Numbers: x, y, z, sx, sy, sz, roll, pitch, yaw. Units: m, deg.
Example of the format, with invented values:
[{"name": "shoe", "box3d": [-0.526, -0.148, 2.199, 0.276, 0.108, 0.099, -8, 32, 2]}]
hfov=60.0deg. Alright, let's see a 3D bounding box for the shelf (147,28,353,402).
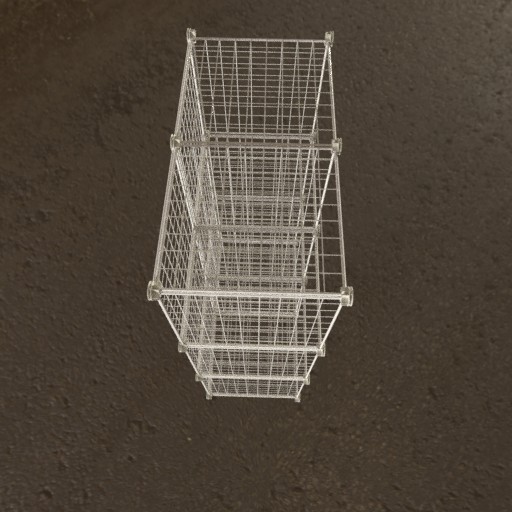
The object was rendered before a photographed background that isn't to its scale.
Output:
[{"name": "shelf", "box3d": [0.000, 0.000, 1.394, 0.356, 1.067, 0.711, 2, 63, 1]}]
